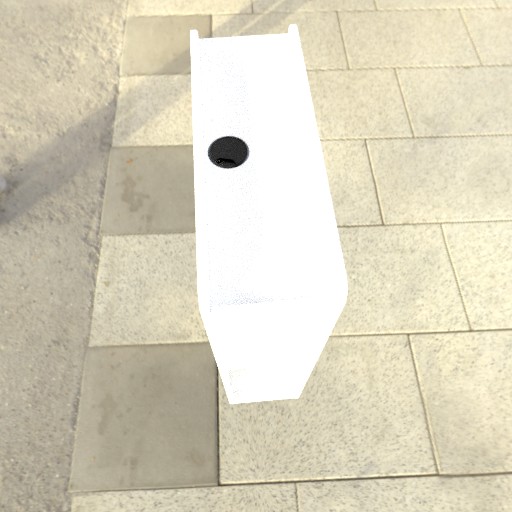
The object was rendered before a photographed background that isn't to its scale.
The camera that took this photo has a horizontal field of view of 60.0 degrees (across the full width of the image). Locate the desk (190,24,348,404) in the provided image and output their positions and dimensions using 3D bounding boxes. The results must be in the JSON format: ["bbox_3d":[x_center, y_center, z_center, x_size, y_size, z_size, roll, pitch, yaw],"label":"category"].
[{"bbox_3d":[0.000,0.000,1.514,0.278,1.190,0.795,-4,63,-2],"label":"desk"}]
